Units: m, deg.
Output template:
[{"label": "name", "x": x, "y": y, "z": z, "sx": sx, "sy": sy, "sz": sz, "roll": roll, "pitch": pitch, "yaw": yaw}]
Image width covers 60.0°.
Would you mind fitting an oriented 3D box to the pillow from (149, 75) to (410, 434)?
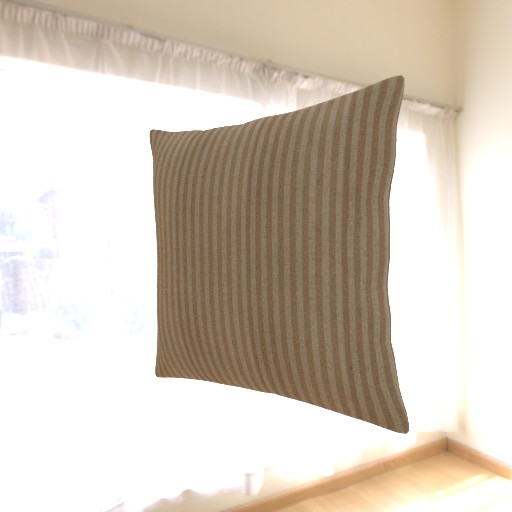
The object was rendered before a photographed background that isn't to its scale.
[{"label": "pillow", "x": 0.000, "y": 0.000, "z": 0.768, "sx": 0.523, "sy": 0.510, "sz": 0.166, "roll": 1, "pitch": 2, "yaw": 35}]
